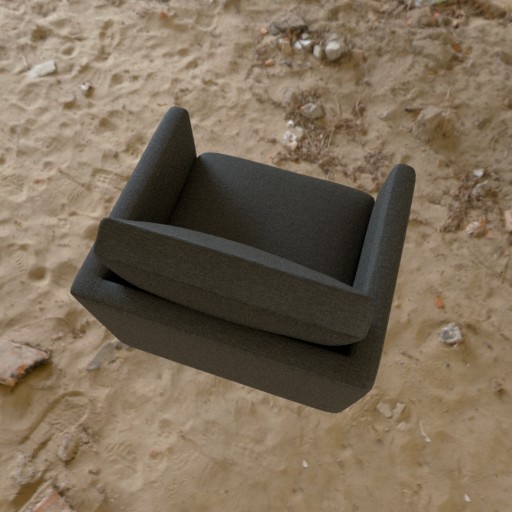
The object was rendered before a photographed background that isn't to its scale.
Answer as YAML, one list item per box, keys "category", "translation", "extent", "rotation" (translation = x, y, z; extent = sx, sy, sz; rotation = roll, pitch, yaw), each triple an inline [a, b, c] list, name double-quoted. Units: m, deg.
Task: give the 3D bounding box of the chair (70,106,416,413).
- category: "chair"
  translation: [0.000, 0.000, 1.900]
  extent: [1.107, 0.963, 0.959]
  rotation: [16, 65, 8]
